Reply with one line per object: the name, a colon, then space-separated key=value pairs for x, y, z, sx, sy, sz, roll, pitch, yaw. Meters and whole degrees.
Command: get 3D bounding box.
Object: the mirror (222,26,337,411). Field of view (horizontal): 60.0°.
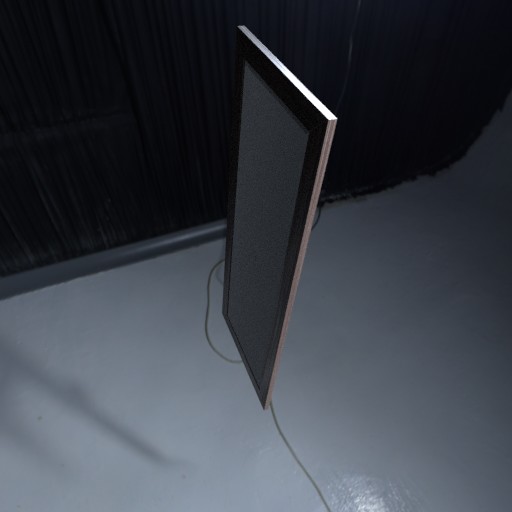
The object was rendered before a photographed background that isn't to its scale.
mirror: x=0.000 y=0.000 z=2.363 sx=0.221 sy=2.020 sz=0.812 roll=-17 pitch=50 yaw=-15
